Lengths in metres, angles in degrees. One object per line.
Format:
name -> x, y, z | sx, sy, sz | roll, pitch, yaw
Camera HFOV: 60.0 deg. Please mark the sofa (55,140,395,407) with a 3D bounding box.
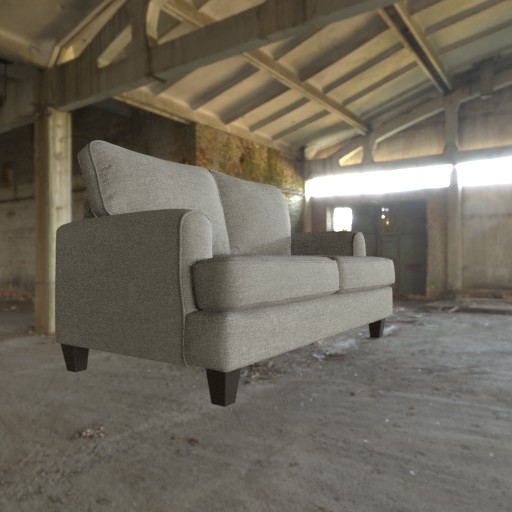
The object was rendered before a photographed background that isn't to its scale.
sofa -> 0.000, 0.000, 2.253 | 0.965, 0.965, 1.651 | 0, 0, 34
